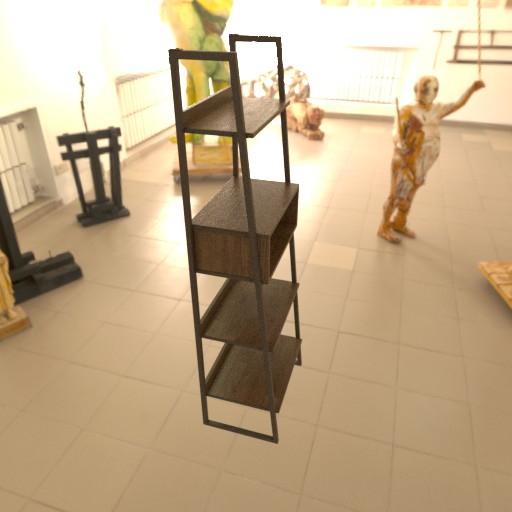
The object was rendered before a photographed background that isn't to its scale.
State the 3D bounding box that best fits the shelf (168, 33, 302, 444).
[{"bbox_3d":[0.000,0.000,2.287,0.454,2.005,0.652,9,32,15],"label":"shelf"}]
